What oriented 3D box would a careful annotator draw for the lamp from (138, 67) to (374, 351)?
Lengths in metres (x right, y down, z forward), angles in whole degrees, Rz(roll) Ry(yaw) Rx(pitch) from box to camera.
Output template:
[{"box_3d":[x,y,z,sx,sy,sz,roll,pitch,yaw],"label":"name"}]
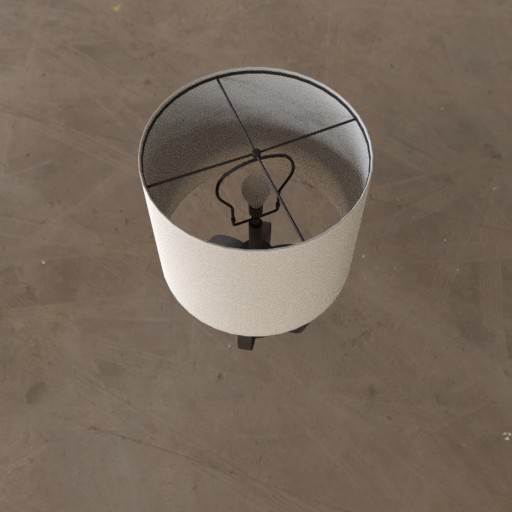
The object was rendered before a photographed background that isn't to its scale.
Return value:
[{"box_3d":[0.000,0.000,0.703,0.286,0.510,0.286,0,63,0],"label":"lamp"}]
